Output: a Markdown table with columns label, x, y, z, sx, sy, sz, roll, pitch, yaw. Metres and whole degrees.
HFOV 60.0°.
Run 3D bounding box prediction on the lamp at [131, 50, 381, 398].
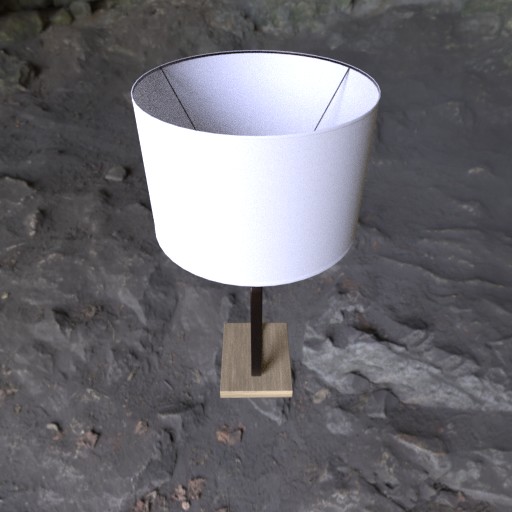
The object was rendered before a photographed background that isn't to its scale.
| label | x | y | z | sx | sy | sz | roll | pitch | yaw |
| --- | --- | --- | --- | --- | --- | --- | --- | --- | --- |
| lamp | 0.000 | 0.000 | 0.667 | 0.279 | 0.508 | 0.279 | 0 | 40 | 0 |
